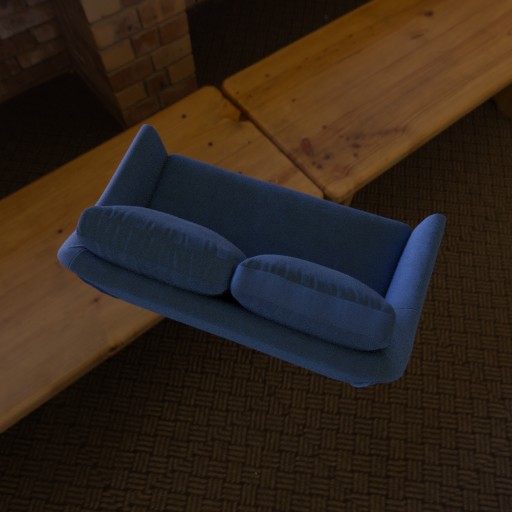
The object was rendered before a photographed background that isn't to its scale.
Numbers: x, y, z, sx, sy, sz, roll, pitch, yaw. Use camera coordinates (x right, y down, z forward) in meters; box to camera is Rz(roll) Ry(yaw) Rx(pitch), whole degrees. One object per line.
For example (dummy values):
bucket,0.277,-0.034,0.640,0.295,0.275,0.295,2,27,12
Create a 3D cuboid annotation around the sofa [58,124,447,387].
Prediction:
sofa,0.000,0.000,2.172,1.619,0.902,0.960,19,65,9
